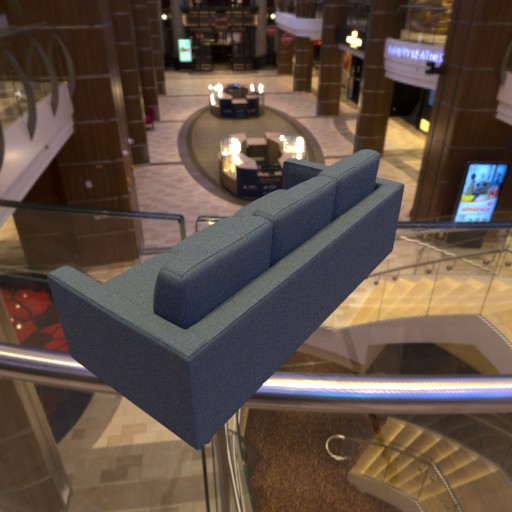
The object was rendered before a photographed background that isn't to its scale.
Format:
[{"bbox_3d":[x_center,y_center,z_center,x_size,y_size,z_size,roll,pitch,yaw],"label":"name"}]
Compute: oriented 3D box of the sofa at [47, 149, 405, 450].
[{"bbox_3d":[0.000,0.000,2.576,0.935,0.945,2.013,21,37,31],"label":"sofa"}]
